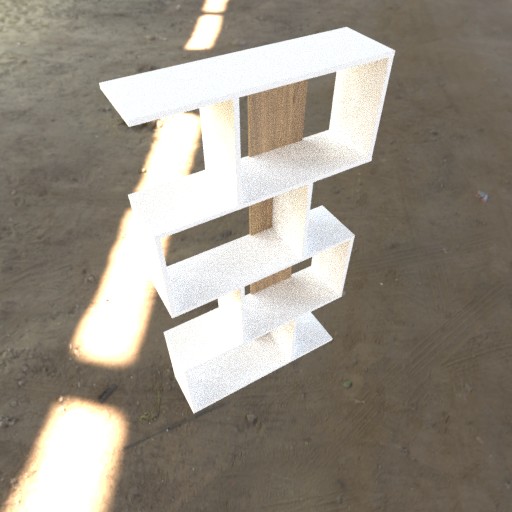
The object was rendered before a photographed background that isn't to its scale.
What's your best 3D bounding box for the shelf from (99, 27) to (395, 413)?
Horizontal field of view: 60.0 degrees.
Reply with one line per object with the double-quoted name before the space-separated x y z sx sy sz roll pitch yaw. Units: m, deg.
"shelf" 0.000 0.000 1.932 0.890 1.650 0.250 -23 50 -21
